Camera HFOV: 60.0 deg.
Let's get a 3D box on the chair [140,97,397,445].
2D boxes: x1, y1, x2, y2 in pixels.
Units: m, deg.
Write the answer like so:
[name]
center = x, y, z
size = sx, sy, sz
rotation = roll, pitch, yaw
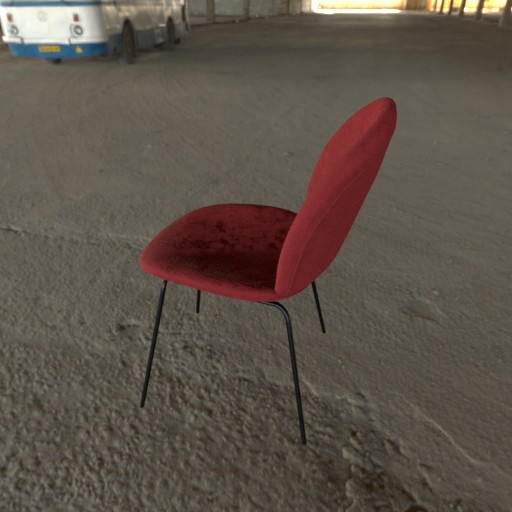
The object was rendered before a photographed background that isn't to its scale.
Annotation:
[chair]
center = 0.000, 0.000, 1.145
size = 0.587, 0.791, 0.458
rotation = 7, 31, 12
